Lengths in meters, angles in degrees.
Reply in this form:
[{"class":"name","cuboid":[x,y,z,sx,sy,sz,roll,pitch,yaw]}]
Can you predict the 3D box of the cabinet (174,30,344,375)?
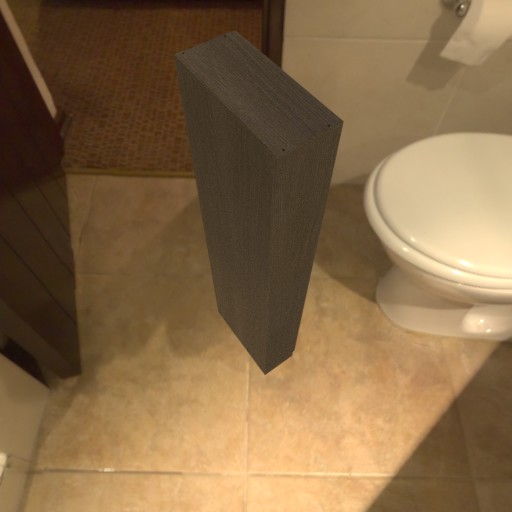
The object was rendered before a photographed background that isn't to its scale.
[{"class":"cabinet","cuboid":[0.000,0.000,1.982,0.230,1.790,0.500,-31,63,-18]}]
